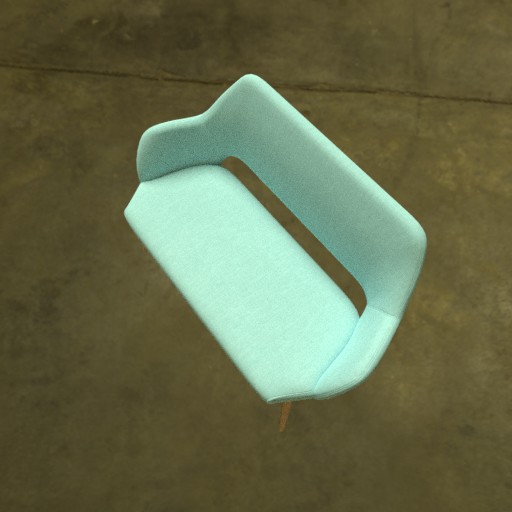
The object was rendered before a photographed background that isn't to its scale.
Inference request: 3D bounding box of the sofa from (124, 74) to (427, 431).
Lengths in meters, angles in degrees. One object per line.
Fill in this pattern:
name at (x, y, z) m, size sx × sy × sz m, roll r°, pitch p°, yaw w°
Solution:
sofa at (0.000, 0.000, 1.648) m, size 0.610 × 0.840 × 1.150 m, roll -35°, pitch 69°, yaw -16°
